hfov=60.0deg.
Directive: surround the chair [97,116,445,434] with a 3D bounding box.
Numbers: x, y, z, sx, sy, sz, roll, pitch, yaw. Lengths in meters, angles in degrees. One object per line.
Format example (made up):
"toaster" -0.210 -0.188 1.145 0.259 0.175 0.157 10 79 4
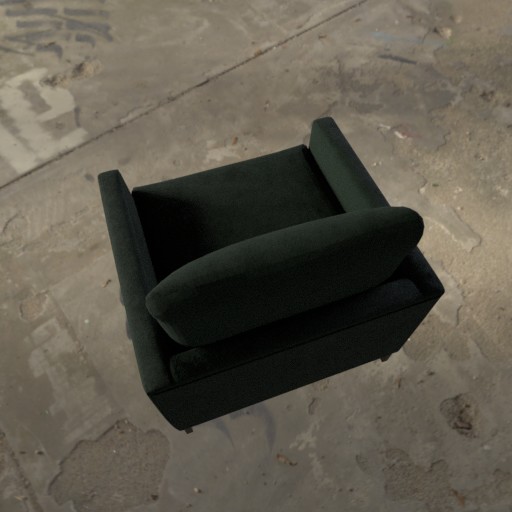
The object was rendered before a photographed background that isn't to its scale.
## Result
"chair" 0.000 0.000 1.638 0.963 0.861 0.866 -17 59 -10
